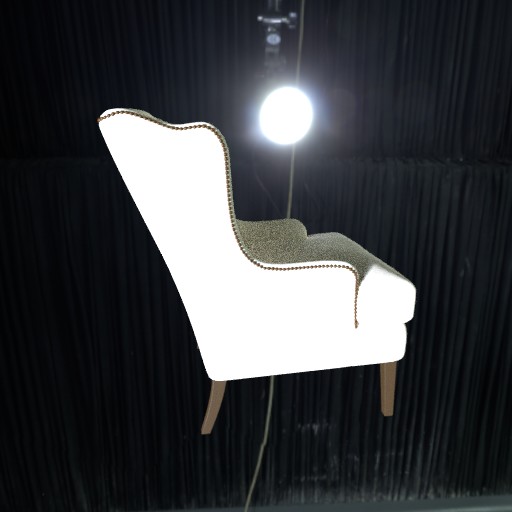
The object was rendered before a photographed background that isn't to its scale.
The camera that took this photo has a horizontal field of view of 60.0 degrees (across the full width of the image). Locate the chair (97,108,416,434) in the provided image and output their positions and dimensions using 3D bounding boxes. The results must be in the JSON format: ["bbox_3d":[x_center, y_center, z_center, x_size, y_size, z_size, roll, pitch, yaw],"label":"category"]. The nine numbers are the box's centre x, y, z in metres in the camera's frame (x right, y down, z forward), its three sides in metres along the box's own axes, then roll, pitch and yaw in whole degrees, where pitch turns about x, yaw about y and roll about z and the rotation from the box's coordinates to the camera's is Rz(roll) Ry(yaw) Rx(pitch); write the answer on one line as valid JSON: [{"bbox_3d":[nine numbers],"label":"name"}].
[{"bbox_3d":[0.000,0.000,1.650,0.940,1.029,0.737,-2,16,-8],"label":"chair"}]
